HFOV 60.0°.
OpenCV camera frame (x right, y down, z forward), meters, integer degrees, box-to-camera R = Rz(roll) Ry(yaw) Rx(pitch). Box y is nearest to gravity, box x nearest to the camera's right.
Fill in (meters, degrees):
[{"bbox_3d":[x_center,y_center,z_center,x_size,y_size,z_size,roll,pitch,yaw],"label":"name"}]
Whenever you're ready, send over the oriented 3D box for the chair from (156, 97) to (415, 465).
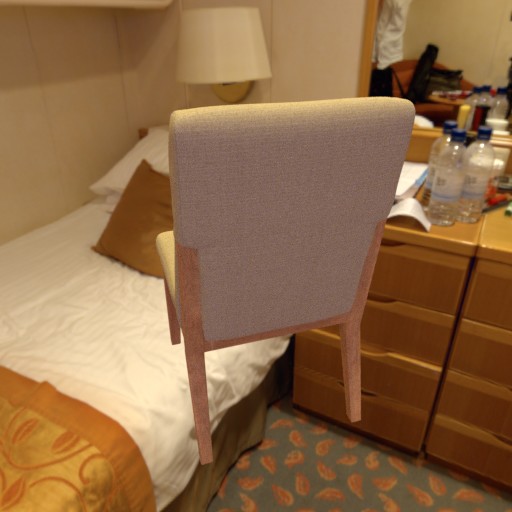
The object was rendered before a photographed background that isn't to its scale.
[{"bbox_3d":[0.000,0.000,1.246,0.507,0.911,0.586,-9,30,-16],"label":"chair"}]
